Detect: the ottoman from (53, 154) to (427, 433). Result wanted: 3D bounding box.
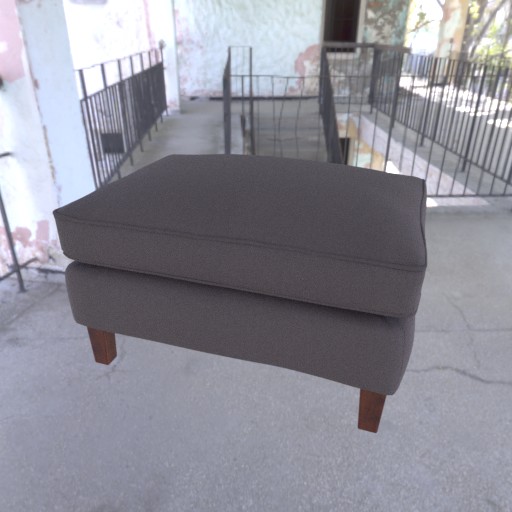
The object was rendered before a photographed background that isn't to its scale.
[{"bbox_3d":[0.000,0.000,0.986,0.686,0.406,0.508,9,28,17],"label":"ottoman"}]
